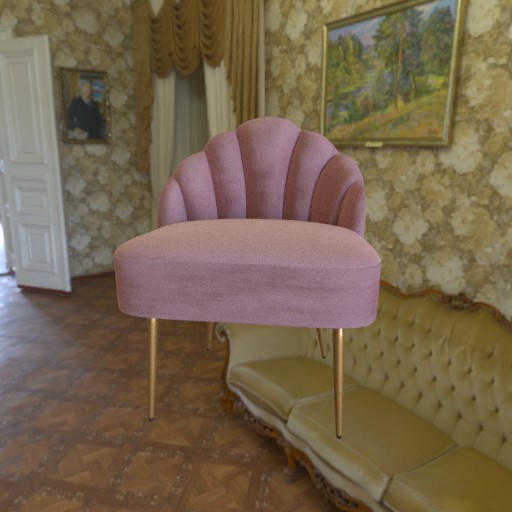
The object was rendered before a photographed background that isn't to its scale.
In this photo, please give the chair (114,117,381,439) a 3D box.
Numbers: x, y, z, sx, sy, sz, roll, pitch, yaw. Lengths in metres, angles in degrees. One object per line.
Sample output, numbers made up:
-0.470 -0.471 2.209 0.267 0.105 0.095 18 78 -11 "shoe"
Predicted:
0.000 0.000 1.291 0.657 0.819 0.599 2 13 9 "chair"
